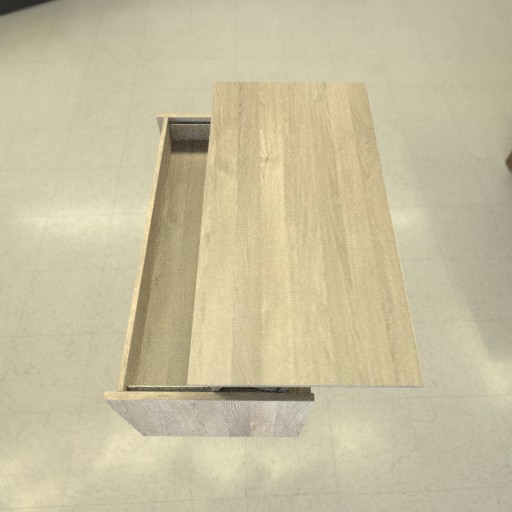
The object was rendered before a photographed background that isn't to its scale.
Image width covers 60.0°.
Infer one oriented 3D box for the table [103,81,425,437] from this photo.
[{"bbox_3d":[0.000,0.000,1.434,0.712,0.570,1.000,0,58,0],"label":"table"}]
